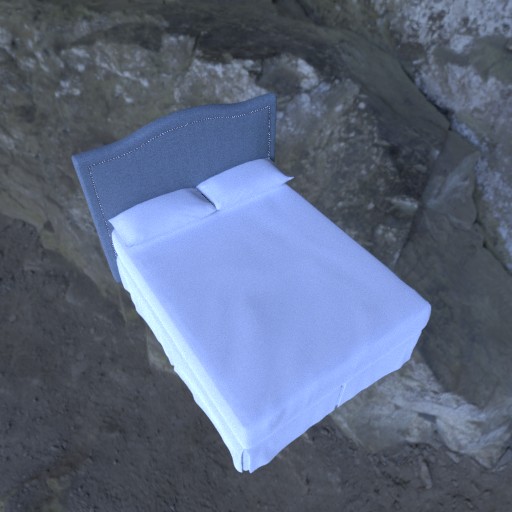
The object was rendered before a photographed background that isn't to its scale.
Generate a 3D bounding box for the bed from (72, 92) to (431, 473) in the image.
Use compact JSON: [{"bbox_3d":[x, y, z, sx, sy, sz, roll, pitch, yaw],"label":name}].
[{"bbox_3d":[0.000,0.000,3.325,1.753,1.460,2.143,-26,51,-23],"label":"bed"}]
